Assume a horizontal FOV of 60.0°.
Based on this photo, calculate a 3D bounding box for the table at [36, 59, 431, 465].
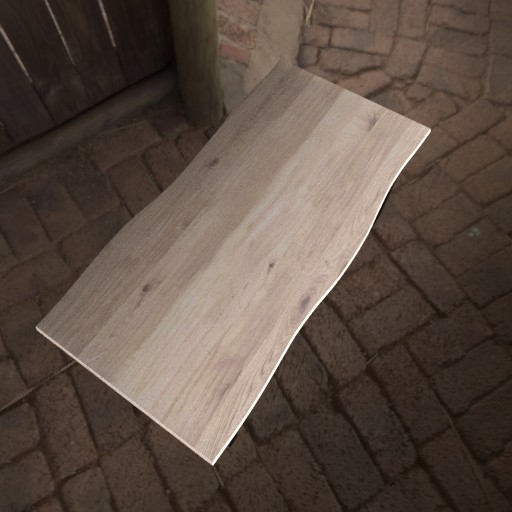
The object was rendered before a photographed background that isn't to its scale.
[{"bbox_3d":[0.000,0.000,2.289,0.900,0.780,1.800,31,68,14],"label":"table"}]
